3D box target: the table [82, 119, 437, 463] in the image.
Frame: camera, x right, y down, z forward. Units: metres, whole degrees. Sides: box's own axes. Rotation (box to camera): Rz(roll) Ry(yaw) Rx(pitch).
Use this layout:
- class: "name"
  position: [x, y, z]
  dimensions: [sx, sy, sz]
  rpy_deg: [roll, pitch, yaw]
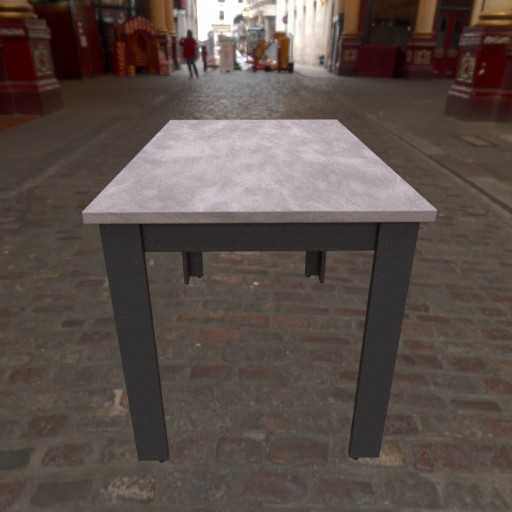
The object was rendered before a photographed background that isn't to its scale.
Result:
- class: "table"
  position: [0.000, 0.000, 1.526]
  dimensions: [0.700, 0.734, 1.100]
  rpy_deg: [0, 26, -1]
